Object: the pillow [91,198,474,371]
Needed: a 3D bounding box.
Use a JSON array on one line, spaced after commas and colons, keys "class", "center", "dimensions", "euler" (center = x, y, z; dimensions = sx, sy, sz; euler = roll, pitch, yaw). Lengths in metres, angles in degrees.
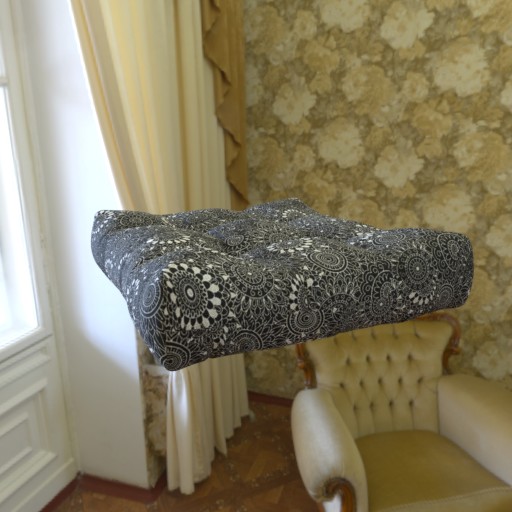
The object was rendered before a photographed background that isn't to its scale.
[{"class": "pillow", "center": [0.000, 0.000, 0.728], "dimensions": [0.468, 0.128, 0.490], "euler": [-7, 16, -26]}]
